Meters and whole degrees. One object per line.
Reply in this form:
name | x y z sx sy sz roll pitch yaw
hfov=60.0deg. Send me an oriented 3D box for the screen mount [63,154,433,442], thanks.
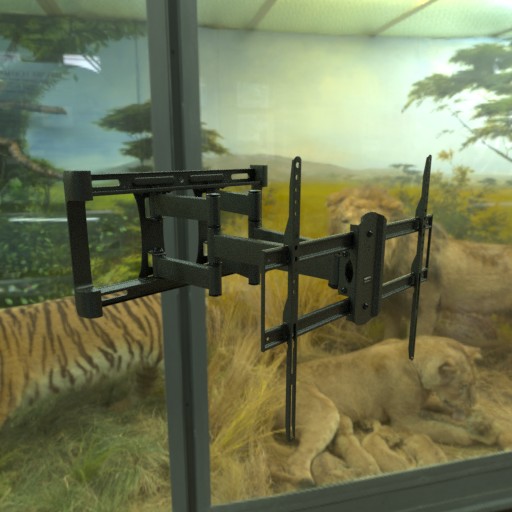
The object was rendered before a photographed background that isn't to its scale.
screen mount | 0.000 0.000 0.948 0.571 0.424 0.556 -13 18 -43
